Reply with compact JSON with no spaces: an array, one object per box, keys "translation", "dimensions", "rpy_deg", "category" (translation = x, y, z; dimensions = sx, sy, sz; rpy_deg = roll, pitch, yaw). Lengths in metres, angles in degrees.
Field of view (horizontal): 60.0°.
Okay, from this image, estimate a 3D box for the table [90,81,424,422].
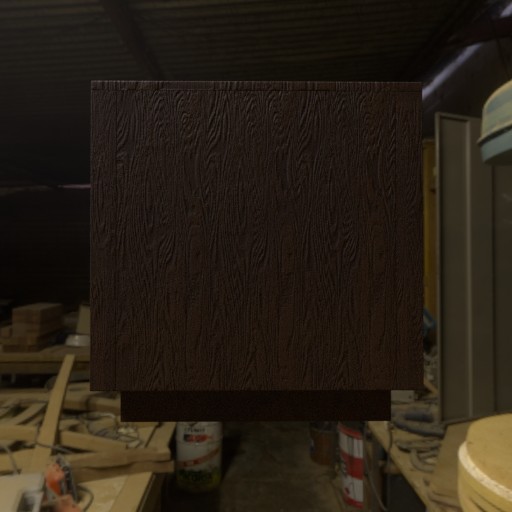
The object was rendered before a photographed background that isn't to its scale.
[{"translation":[0.000,0.000,0.964],"dimensions":[0.560,0.585,0.439],"rpy_deg":[0,-1,-1],"category":"table"}]
